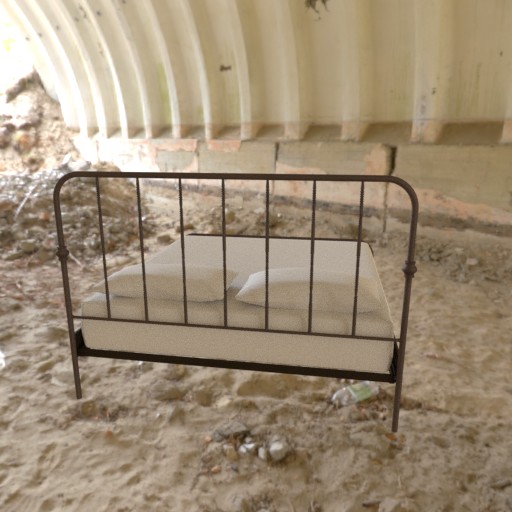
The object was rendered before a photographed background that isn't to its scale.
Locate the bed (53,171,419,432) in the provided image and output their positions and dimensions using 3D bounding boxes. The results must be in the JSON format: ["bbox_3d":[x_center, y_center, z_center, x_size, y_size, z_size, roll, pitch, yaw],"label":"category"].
[{"bbox_3d":[0.000,0.000,3.500,2.044,1.446,2.134,3,15,9],"label":"bed"}]
